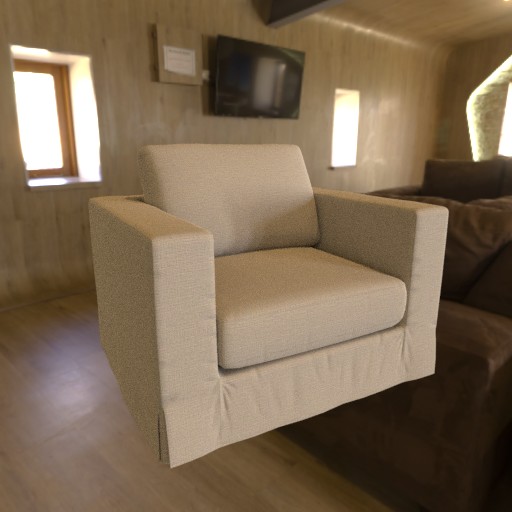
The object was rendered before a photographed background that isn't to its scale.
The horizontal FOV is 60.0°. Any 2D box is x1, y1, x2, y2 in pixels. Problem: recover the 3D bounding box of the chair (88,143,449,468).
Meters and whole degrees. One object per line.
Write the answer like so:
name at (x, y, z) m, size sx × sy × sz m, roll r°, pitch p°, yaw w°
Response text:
chair at (0.000, 0.000, 1.790) m, size 1.150 × 0.878 × 0.957 m, roll -8°, pitch 17°, yaw -28°
